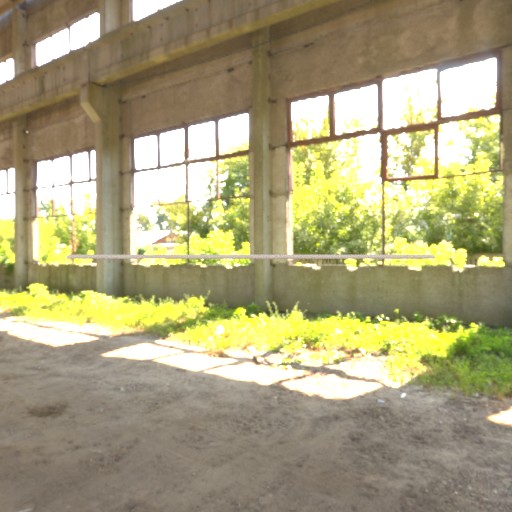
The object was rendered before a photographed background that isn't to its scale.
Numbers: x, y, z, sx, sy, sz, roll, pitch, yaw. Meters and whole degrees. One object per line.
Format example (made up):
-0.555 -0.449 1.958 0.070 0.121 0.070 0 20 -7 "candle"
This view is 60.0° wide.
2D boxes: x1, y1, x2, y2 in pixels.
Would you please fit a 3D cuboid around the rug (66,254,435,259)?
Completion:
0.000 0.000 2.102 1.067 0.013 1.676 0 0 1 "rug"
